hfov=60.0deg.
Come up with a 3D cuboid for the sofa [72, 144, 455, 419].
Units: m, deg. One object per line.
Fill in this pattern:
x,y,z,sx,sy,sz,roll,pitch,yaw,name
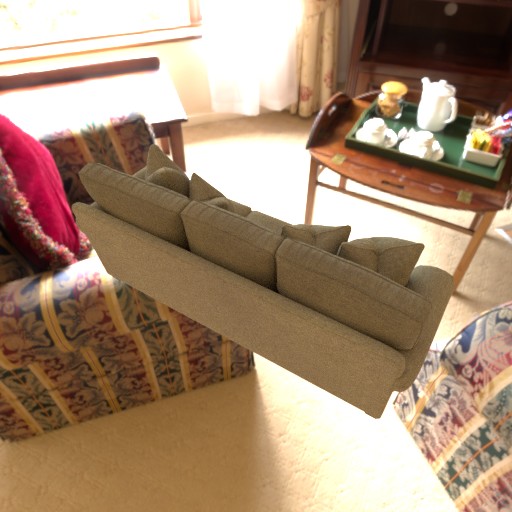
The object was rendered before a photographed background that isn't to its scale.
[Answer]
0.000,0.000,2.858,2.312,0.975,0.965,24,50,22,sofa
